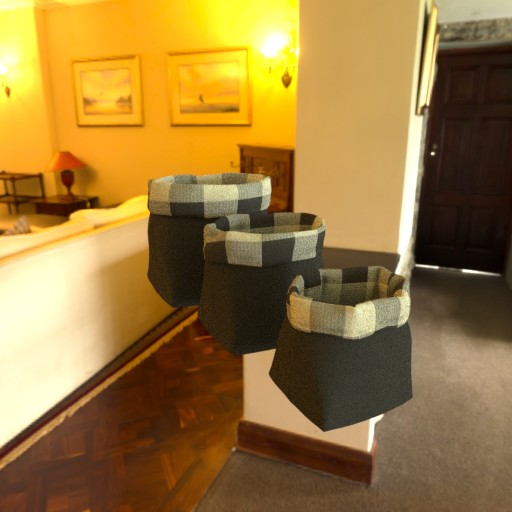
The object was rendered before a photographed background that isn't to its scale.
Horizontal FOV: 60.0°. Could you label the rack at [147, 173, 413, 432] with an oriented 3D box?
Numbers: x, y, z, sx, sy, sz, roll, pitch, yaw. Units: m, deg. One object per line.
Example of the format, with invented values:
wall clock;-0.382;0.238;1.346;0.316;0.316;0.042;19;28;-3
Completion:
rack;0.000;0.000;1.063;0.370;0.329;0.889;-8;18;-26
